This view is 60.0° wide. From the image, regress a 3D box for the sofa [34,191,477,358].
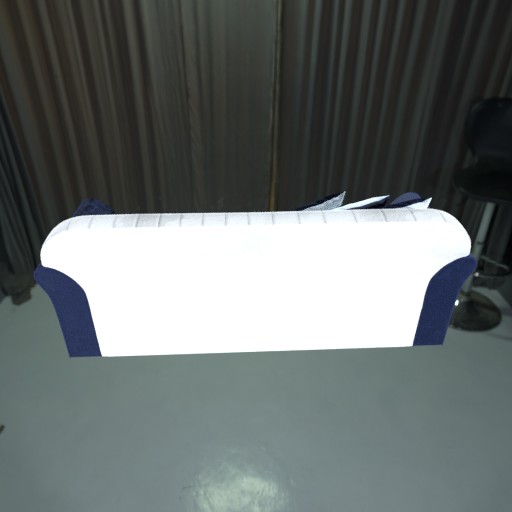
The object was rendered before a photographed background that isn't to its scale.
[{"bbox_3d":[0.000,0.000,2.398,2.006,0.789,0.749,-1,31,-2],"label":"sofa"}]
